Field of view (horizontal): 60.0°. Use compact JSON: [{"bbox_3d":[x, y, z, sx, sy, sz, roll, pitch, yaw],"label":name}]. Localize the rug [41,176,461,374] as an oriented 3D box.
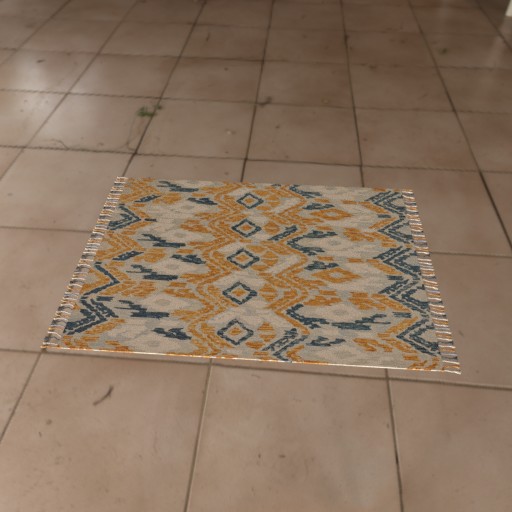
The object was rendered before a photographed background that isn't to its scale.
[{"bbox_3d":[0.000,0.000,2.323,1.827,0.008,1.230,3,48,3],"label":"rug"}]
